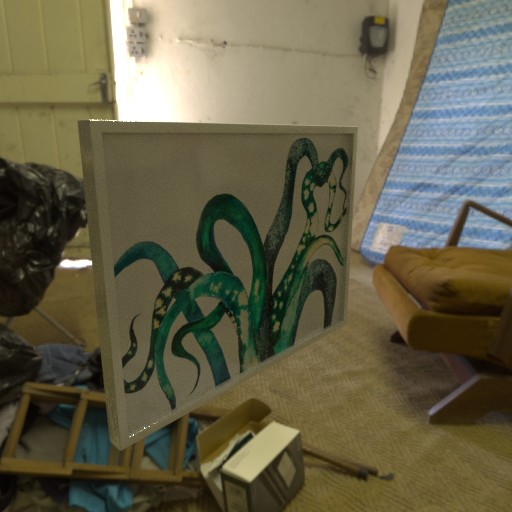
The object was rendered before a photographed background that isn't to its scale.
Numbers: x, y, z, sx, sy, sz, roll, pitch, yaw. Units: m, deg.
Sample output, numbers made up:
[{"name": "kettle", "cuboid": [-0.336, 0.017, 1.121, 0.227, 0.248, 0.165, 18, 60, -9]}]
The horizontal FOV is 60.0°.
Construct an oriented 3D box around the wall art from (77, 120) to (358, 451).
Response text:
[{"name": "wall art", "cuboid": [0.000, 0.000, 1.382, 0.053, 0.787, 1.041, 14, 21, 41]}]
